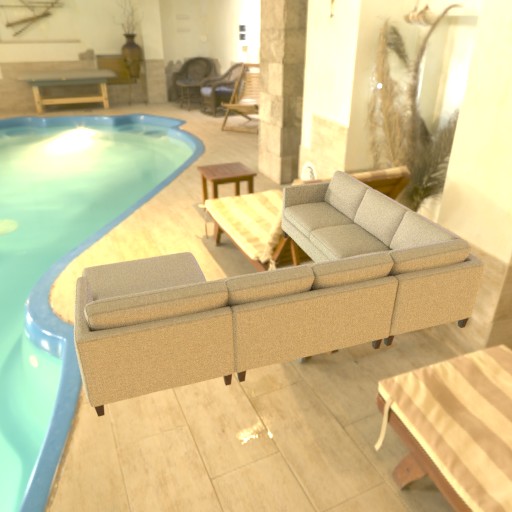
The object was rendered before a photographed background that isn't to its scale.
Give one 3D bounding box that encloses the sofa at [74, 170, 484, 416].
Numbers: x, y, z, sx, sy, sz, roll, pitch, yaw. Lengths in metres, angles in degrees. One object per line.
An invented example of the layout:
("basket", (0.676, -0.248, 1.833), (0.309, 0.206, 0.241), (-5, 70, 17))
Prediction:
("sofa", (0.000, 0.000, 4.526), (3.403, 0.889, 2.551), (-9, 29, -17))
